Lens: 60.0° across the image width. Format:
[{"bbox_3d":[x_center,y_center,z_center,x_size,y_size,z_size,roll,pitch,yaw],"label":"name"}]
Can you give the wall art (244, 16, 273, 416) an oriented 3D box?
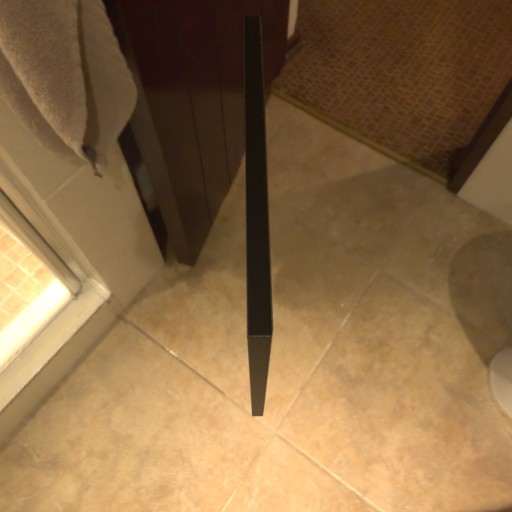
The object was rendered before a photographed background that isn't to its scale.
[{"bbox_3d":[0.000,0.000,1.596,0.053,1.194,0.950,-1,63,0],"label":"wall art"}]
